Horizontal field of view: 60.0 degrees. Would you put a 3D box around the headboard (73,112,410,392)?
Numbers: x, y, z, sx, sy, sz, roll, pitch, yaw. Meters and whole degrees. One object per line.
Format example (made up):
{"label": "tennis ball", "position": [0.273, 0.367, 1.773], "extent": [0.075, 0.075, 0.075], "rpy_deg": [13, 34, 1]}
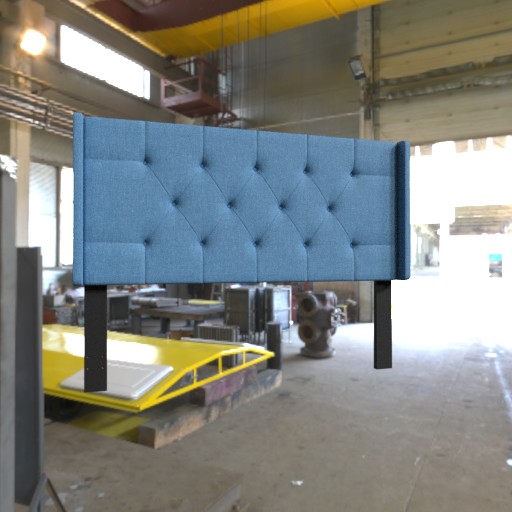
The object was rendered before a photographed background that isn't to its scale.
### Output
{"label": "headboard", "position": [0.000, 0.000, 2.690], "extent": [2.051, 1.524, 0.184], "rpy_deg": [0, 0, -16]}
